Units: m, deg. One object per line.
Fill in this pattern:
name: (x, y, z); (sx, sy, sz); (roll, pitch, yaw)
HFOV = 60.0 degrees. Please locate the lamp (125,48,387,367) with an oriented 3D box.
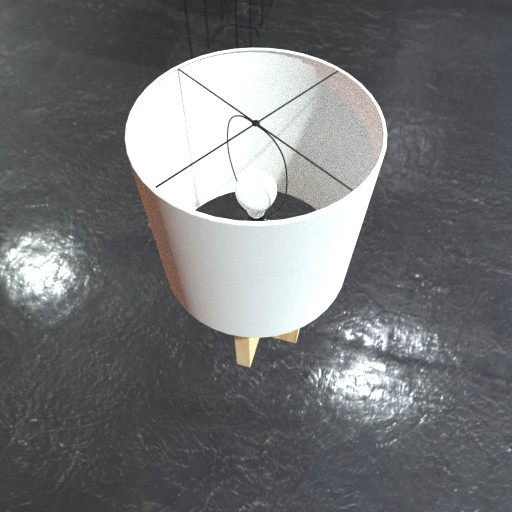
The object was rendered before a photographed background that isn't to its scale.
lamp: (0.000, 0.000, 0.568); (0.229, 0.428, 0.229); (14, 58, 9)
